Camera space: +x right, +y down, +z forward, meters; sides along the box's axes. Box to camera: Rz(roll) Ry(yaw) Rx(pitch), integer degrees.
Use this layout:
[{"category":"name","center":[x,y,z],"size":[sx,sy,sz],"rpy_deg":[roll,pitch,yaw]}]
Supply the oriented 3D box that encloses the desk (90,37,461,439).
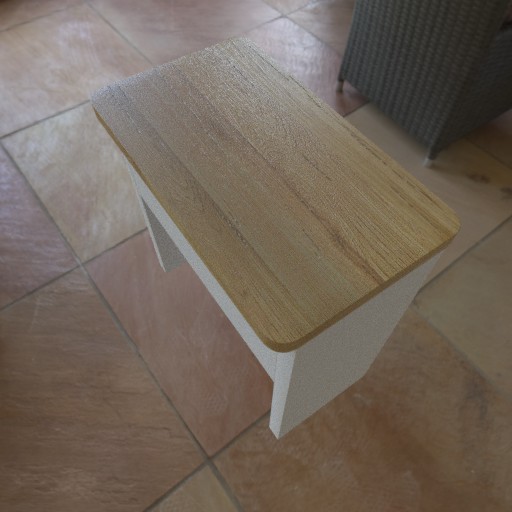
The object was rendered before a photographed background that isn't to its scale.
[{"category":"desk","center":[0.000,0.000,1.252],"size":[0.440,0.790,0.760],"rpy_deg":[-30,62,-18]}]
